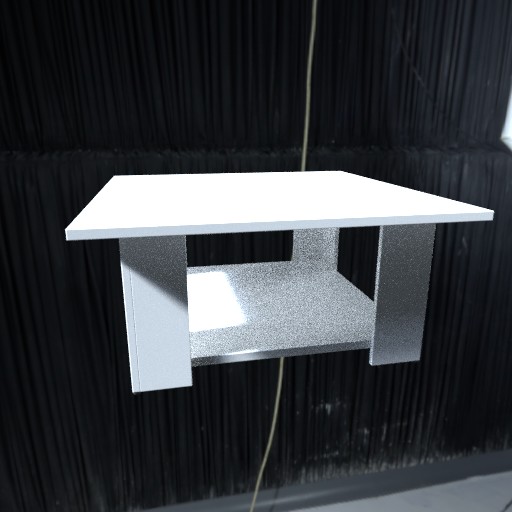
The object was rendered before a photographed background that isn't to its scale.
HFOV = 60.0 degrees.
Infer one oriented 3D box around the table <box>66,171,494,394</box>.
[{"bbox_3d":[0.000,0.000,1.030,0.670,0.305,0.670,-3,17,-11],"label":"table"}]
